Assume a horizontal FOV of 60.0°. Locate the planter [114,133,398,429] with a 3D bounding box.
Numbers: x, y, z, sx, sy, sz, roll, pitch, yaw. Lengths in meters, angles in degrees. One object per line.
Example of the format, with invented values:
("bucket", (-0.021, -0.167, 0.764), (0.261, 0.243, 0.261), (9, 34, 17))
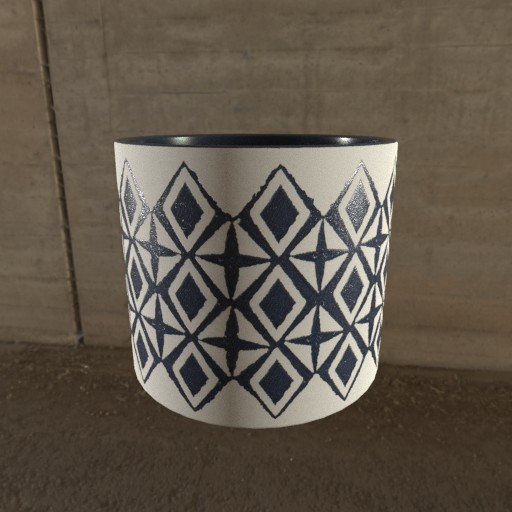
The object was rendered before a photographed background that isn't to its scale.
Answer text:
("planter", (0.000, 0.000, 0.279), (0.159, 0.144, 0.159), (0, 17, 0))
